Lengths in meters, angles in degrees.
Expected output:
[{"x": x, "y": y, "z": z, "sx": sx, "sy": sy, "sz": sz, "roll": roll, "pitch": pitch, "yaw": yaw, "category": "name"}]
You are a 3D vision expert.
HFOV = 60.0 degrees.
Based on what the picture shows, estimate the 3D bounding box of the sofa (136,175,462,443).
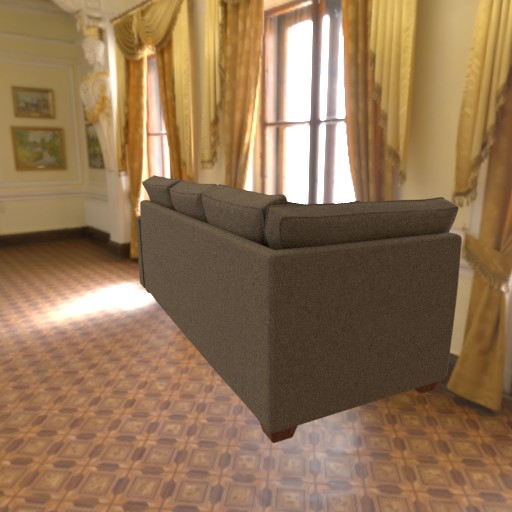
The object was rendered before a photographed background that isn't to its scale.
[{"x": 0.000, "y": 0.000, "z": 2.841, "sx": 1.061, "sy": 0.962, "sz": 2.317, "roll": -6, "pitch": 14, "yaw": -25, "category": "sofa"}]
